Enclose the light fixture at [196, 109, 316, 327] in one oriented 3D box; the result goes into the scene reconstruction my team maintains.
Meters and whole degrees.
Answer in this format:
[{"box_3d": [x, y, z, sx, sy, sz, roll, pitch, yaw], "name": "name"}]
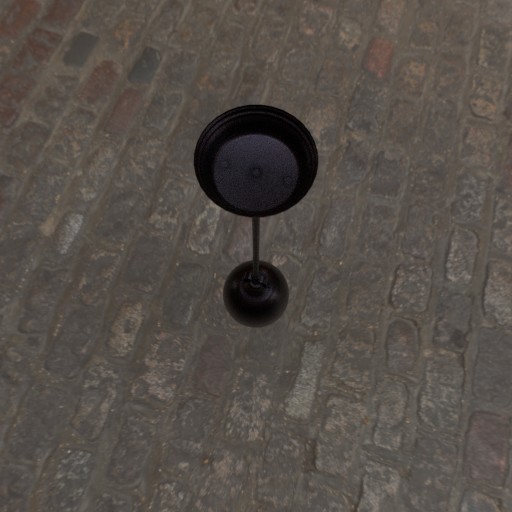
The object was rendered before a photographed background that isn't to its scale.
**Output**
[{"box_3d": [0.000, 0.000, 0.851, 0.182, 0.768, 0.182, 16, 75, 4], "name": "light fixture"}]
